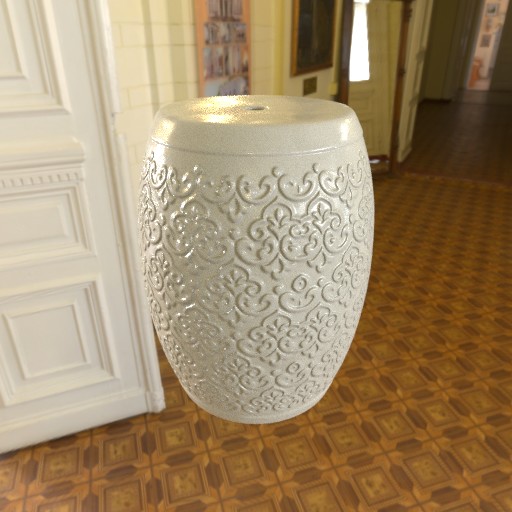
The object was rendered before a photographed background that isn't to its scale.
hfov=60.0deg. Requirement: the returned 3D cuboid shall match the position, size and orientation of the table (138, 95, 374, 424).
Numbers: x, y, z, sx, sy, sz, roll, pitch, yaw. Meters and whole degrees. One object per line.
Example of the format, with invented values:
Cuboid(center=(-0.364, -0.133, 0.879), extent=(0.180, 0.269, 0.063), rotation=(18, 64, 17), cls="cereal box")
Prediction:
Cuboid(center=(0.000, 0.000, 0.614), extent=(0.309, 0.397, 0.309), rotation=(0, 27, 0), cls="table")
